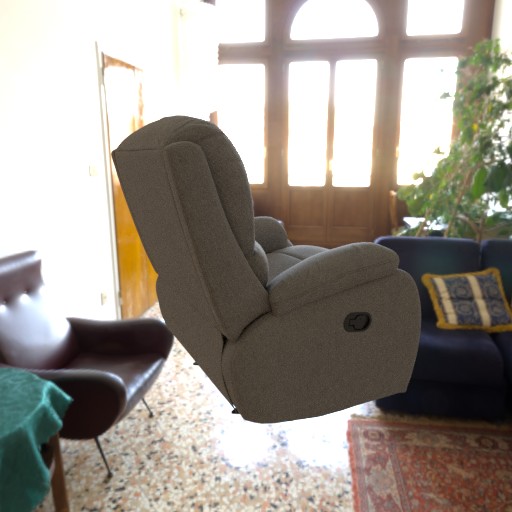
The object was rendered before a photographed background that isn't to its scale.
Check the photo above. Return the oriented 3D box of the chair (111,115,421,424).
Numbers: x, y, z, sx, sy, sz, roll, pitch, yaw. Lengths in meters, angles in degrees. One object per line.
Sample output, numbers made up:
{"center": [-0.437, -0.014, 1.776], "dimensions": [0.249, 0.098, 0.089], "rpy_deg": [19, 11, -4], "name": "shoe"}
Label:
{"center": [0.000, 0.000, 1.716], "dimensions": [0.899, 1.011, 0.930], "rpy_deg": [-6, 14, -26], "name": "chair"}
